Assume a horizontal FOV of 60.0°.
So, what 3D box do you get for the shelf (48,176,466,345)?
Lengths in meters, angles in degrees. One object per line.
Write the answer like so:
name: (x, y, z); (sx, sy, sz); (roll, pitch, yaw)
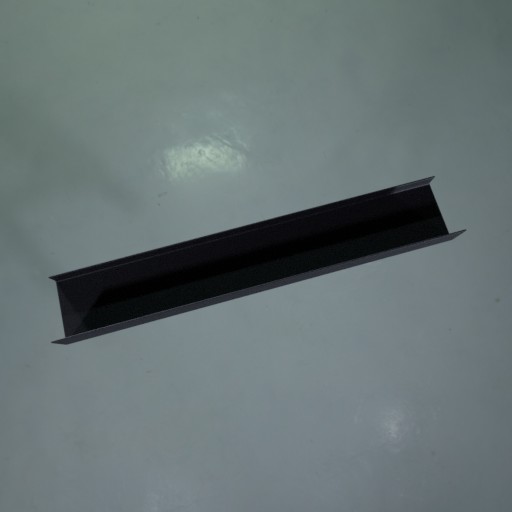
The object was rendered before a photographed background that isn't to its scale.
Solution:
shelf: (0.000, 0.000, 0.659); (0.605, 0.053, 0.102); (-15, 76, -4)
